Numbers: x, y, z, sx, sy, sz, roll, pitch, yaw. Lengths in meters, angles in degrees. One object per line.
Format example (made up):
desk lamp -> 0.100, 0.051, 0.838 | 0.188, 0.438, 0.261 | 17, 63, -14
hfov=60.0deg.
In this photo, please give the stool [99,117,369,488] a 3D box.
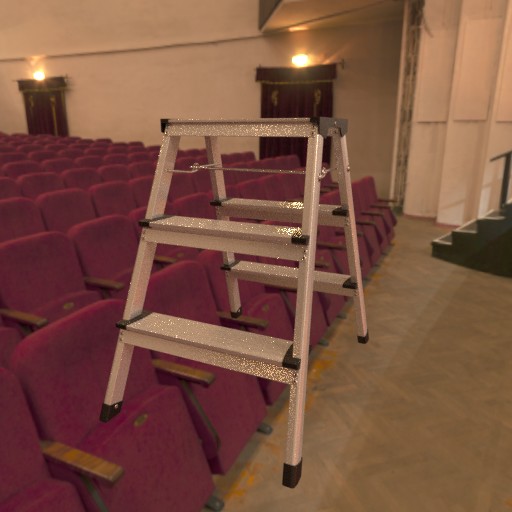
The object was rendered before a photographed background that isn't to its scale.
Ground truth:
stool -> 0.000, 0.000, 1.022 | 0.437, 0.605, 0.622 | 7, 18, 24
